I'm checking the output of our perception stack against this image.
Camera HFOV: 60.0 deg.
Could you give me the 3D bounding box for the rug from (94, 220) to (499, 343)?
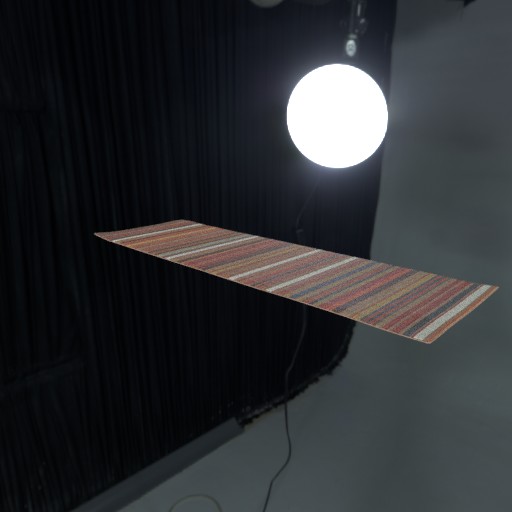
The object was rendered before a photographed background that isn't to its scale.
[{"bbox_3d":[0.000,0.000,2.645,2.444,0.030,0.799,14,21,41],"label":"rug"}]
